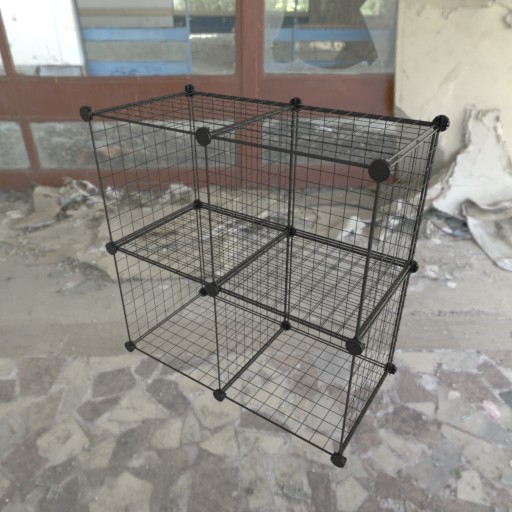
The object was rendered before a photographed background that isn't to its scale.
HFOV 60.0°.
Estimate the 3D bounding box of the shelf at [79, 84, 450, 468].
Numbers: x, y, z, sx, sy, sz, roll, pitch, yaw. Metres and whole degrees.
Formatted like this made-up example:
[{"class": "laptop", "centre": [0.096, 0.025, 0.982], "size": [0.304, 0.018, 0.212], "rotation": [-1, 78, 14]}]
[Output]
[{"class": "shelf", "centre": [0.000, 0.000, 1.115], "size": [0.711, 0.711, 0.356], "rotation": [19, 35, 29]}]
